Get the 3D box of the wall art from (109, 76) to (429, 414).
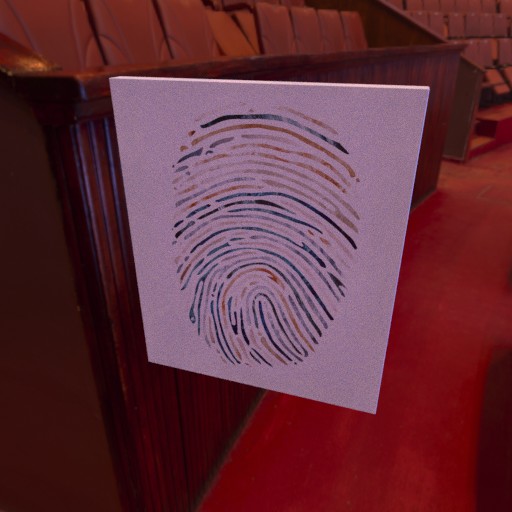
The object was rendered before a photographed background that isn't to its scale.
[{"bbox_3d":[0.000,0.000,0.825,0.508,0.606,0.037,8,28,16],"label":"wall art"}]
